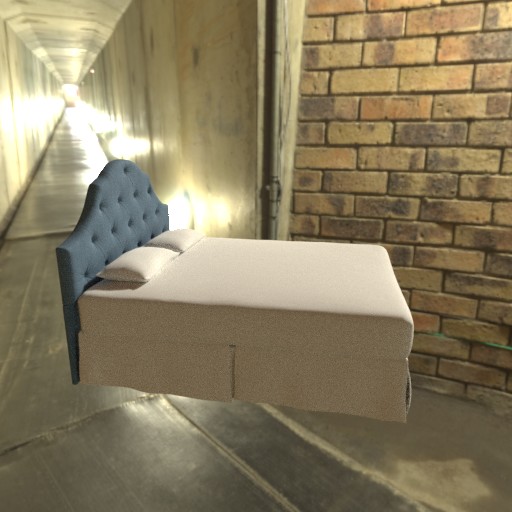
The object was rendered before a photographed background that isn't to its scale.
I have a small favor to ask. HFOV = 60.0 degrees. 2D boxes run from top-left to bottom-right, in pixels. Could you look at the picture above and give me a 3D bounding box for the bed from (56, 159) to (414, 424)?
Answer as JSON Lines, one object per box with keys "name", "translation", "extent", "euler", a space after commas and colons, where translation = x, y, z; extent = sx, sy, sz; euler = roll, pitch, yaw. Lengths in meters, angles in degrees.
{"name": "bed", "translation": [0.000, 0.000, 3.850], "extent": [2.477, 1.617, 2.039], "euler": [3, 16, 10]}
